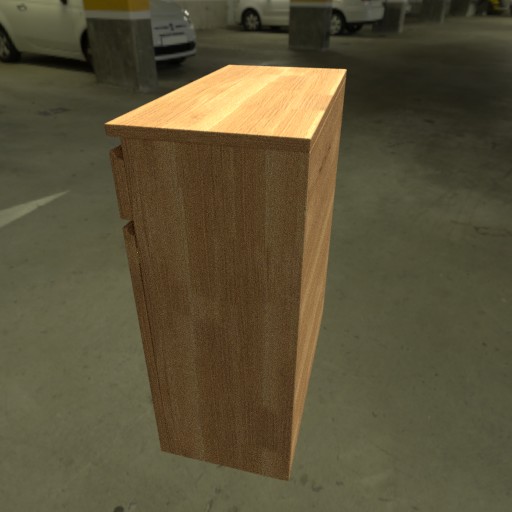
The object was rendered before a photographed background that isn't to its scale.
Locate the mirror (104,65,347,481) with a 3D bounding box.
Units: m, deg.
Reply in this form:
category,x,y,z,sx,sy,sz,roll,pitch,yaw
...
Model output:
category,x,y,z,sx,sy,sz,roll,pitch,yaw
mirror,0.000,0.000,1.399,0.400,1.000,0.800,8,32,12
